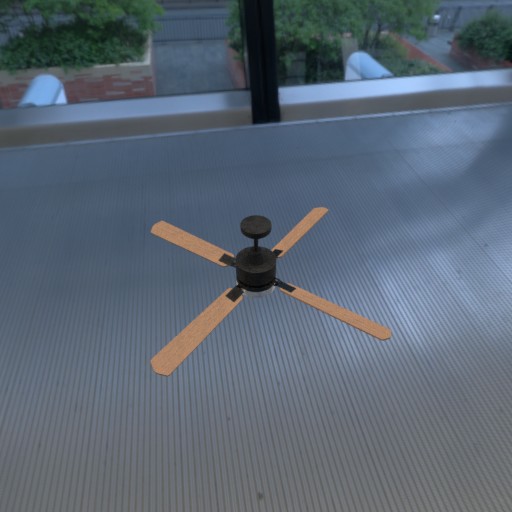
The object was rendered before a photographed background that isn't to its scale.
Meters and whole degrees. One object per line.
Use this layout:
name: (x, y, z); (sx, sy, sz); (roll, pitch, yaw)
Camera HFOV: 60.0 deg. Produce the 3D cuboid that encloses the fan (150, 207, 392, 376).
fan: (0.000, 0.000, 1.999); (1.320, 0.355, 1.320); (24, 46, 26)
